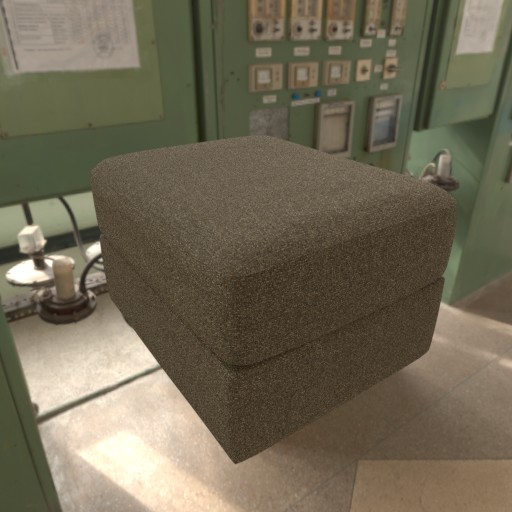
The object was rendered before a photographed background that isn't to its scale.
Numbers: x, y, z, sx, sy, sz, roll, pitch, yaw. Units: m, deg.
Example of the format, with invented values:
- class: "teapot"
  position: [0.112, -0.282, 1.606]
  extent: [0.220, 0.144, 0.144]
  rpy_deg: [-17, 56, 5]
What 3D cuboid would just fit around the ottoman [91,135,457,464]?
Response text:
- class: "ottoman"
  position: [0.000, 0.000, 1.126]
  extent: [0.598, 0.476, 0.742]
  rpy_deg: [-17, 32, -31]
